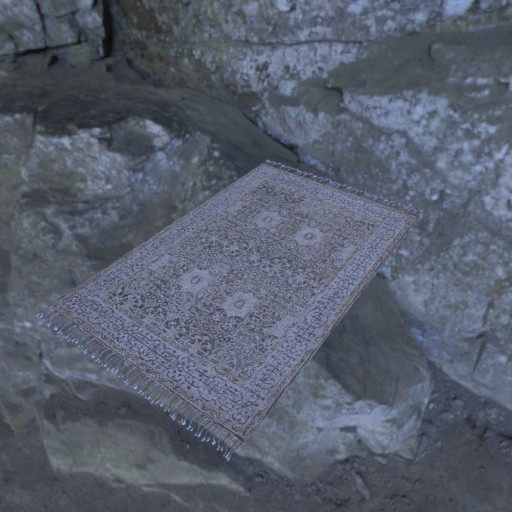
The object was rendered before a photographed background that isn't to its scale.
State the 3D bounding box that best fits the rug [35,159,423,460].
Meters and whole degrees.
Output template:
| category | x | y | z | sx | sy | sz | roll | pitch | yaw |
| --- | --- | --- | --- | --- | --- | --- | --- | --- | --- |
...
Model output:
| category | x | y | z | sx | sy | sz | roll | pitch | yaw |
| --- | --- | --- | --- | --- | --- | --- | --- | --- | --- |
| rug | 0.000 | 0.000 | 2.530 | 1.237 | 0.010 | 2.029 | 25 | 46 | 27 |
